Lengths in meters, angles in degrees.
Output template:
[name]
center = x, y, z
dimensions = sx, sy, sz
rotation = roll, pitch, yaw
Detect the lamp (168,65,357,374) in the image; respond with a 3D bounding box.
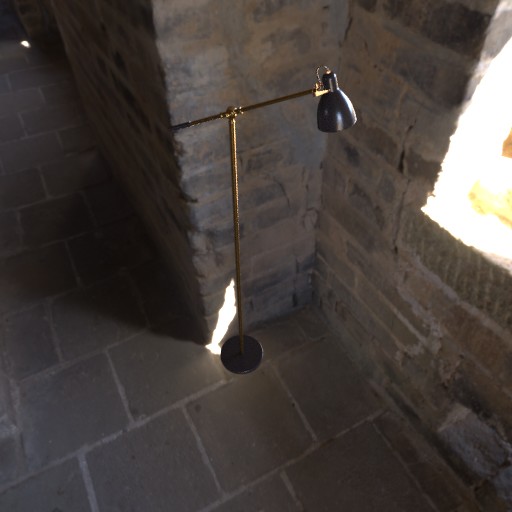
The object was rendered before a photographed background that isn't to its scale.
[lamp]
center = 0.000, 0.000, 1.853
dimensions = 0.618, 1.628, 0.235
rotation = 11, 47, 10
